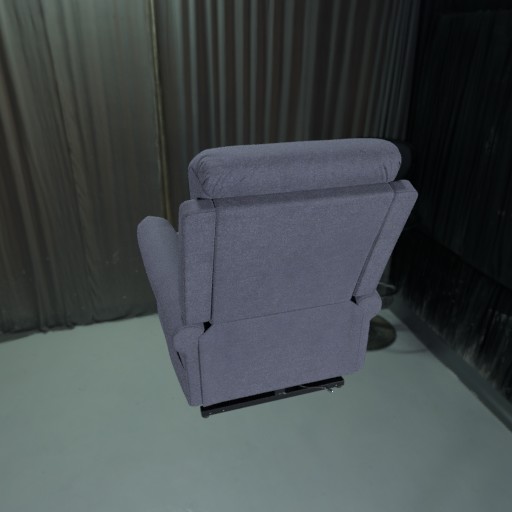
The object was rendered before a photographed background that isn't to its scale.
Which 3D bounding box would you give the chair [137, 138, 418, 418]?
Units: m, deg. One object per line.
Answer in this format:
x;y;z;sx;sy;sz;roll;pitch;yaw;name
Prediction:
0.000;0.000;1.748;0.871;1.031;0.979;-8;27;-15;chair
